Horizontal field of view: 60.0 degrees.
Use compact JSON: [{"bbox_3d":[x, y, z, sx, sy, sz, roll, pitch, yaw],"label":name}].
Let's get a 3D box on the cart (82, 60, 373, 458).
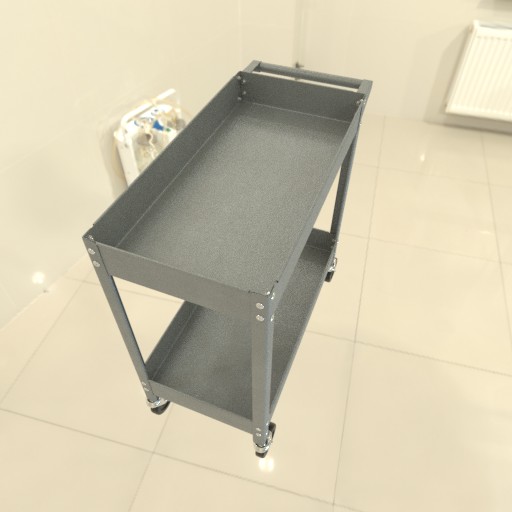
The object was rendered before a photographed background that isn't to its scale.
[{"bbox_3d":[0.000,0.000,1.198,0.366,0.719,0.779,16,49,15],"label":"cart"}]
